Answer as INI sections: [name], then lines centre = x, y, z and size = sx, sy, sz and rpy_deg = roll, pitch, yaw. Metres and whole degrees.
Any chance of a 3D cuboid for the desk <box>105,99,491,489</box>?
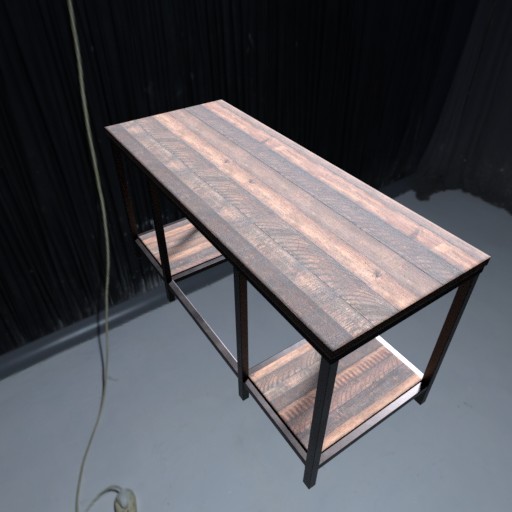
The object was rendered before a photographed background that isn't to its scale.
[desk]
centre = 0.000, 0.000, 1.894
size = 0.617, 0.753, 1.538
rpy_deg = -23, 45, -26
